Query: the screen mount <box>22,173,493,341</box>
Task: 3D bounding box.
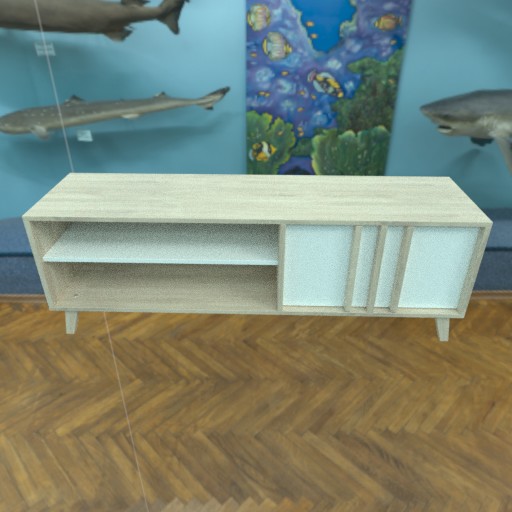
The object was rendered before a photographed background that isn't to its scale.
[{"bbox_3d":[0.000,0.000,1.712,1.500,0.510,0.400,1,31,1],"label":"screen mount"}]
